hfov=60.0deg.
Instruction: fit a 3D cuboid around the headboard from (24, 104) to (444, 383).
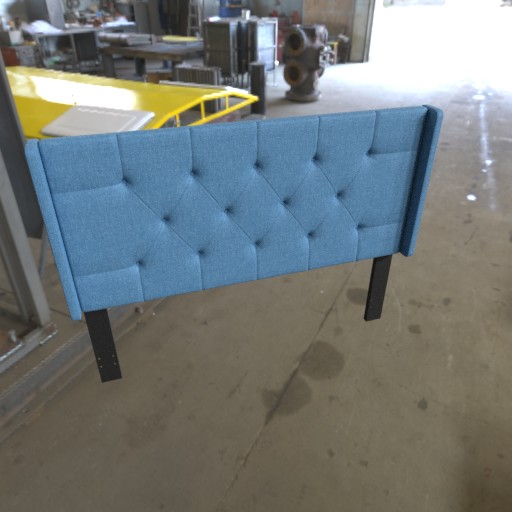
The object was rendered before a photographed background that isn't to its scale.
[{"bbox_3d":[0.000,0.000,2.545,2.051,1.524,0.184,-10,33,-15],"label":"headboard"}]
